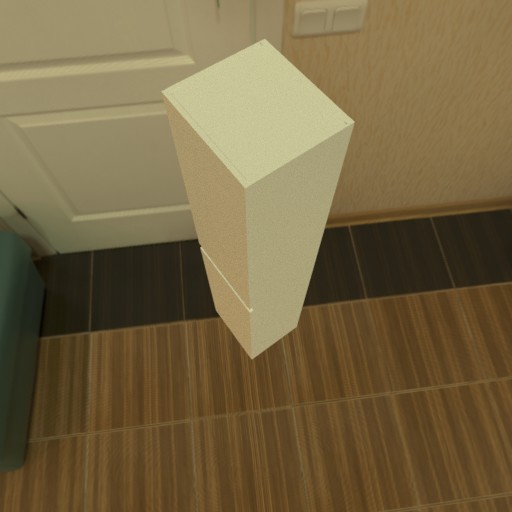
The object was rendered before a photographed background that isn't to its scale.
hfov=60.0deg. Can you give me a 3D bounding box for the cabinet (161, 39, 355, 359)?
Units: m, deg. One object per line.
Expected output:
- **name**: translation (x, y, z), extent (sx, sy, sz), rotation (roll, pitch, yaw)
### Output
- **cabinet**: translation (0.000, 0.000, 1.533), extent (0.269, 1.400, 0.300), rotation (-33, 69, -15)
